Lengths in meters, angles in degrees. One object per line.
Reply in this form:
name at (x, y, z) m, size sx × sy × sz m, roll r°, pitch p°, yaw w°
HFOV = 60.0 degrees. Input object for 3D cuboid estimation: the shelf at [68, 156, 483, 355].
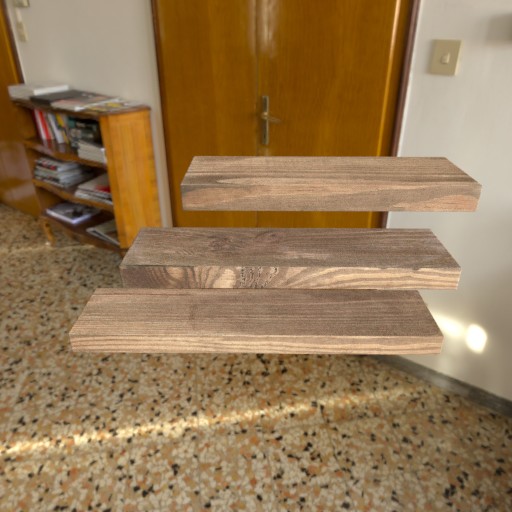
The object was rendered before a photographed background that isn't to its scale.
shelf at (0.000, 0.000, 0.727) m, size 0.610 × 0.293 × 0.140 m, roll 0°, pitch 28°, yaw 1°
